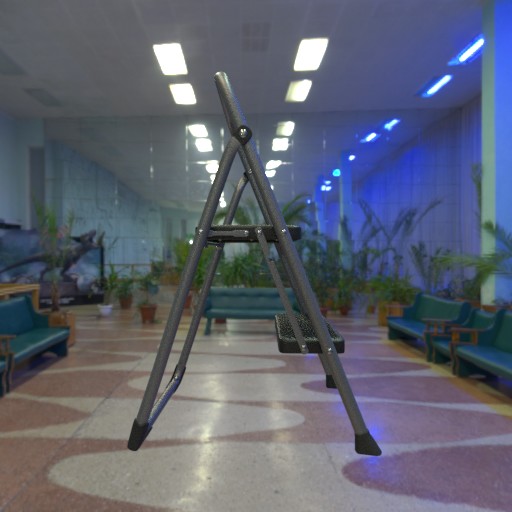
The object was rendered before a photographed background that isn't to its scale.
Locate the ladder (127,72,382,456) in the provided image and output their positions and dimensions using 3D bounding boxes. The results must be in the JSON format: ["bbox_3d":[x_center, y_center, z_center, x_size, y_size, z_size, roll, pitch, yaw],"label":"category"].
[{"bbox_3d":[0.000,0.000,1.017,0.472,0.720,0.430,0,1,1],"label":"ladder"}]
